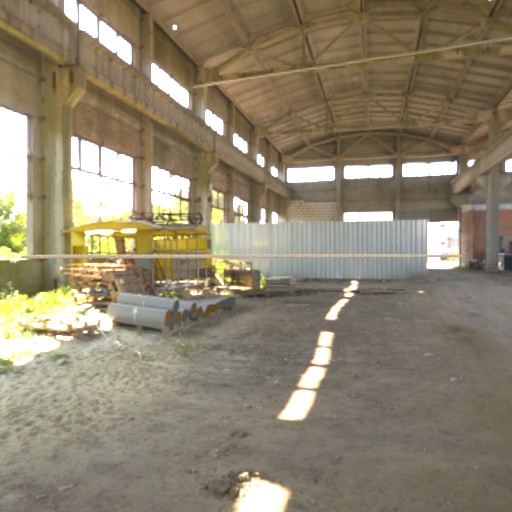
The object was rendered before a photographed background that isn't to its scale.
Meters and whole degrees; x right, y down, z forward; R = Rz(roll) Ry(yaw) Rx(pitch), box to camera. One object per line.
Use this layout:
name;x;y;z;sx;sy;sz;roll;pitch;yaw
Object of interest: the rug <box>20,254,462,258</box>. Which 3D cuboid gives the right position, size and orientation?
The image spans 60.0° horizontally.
rug;0.000;0.000;2.504;2.276;0.014;0.678;0;0;-19
